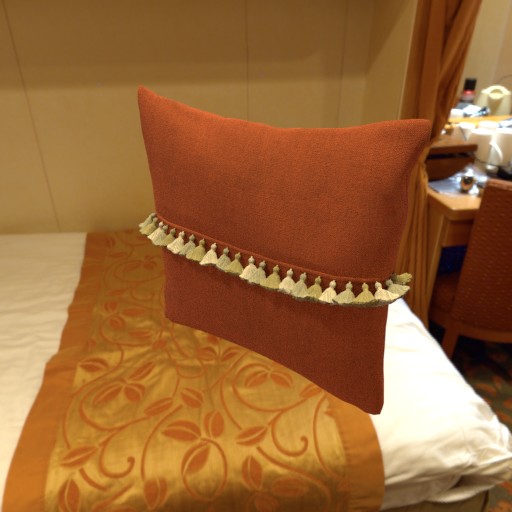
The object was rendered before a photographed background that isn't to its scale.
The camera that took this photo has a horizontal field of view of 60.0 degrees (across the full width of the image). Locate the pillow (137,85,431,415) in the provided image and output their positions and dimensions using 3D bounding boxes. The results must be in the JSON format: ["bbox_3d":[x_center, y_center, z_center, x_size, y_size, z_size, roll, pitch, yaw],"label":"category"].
[{"bbox_3d":[0.000,0.000,0.720,0.490,0.482,0.165,18,34,28],"label":"pillow"}]
